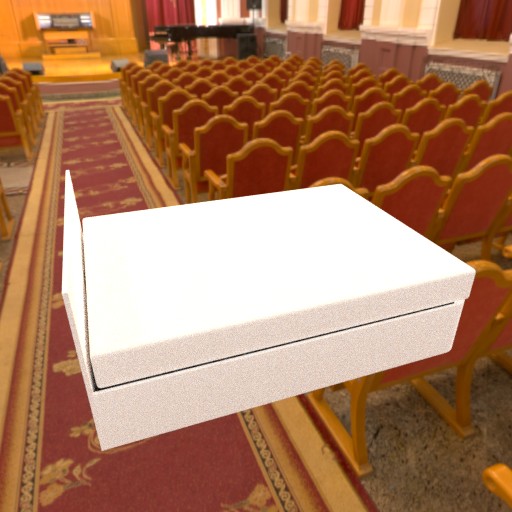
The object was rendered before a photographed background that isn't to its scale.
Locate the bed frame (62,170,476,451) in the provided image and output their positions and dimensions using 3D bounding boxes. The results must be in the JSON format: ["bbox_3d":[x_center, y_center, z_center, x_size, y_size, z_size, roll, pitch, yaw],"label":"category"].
[{"bbox_3d":[0.000,0.000,2.543,1.900,0.800,1.400,-10,30,-17],"label":"bed frame"}]
